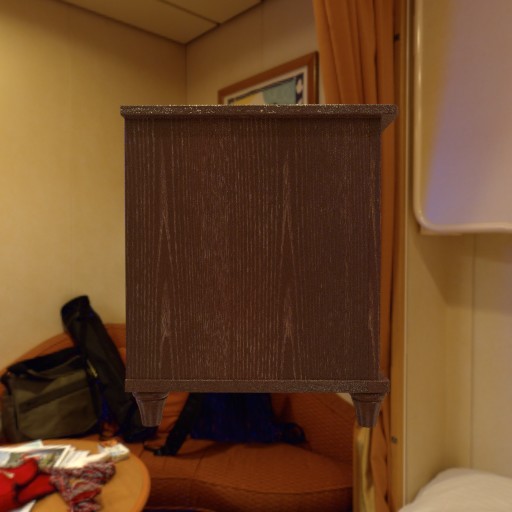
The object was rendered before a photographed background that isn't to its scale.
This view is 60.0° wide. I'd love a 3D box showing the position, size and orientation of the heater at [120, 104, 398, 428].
[{"bbox_3d":[0.000,0.000,0.775,0.400,0.481,0.362,0,1,1],"label":"heater"}]
